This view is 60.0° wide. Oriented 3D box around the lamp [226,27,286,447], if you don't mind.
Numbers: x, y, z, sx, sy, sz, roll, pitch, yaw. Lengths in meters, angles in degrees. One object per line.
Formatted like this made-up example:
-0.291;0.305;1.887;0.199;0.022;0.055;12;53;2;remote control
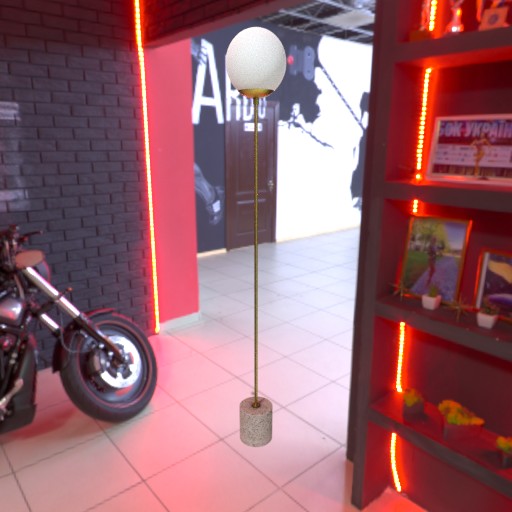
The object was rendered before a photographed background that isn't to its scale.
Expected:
0.000;0.000;1.862;0.229;1.748;0.229;-2;15;-8;lamp
